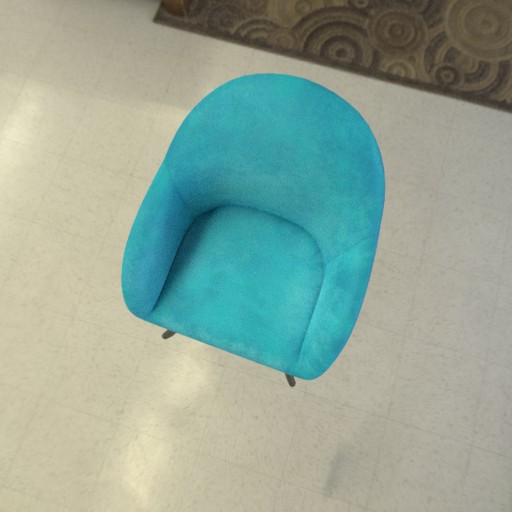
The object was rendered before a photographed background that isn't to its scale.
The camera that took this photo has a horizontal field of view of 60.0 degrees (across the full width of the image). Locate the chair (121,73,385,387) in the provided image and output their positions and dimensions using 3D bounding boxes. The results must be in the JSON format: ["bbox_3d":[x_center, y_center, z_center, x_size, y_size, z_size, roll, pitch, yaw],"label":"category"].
[{"bbox_3d":[0.000,0.000,1.208,0.550,0.795,0.590,19,77,5],"label":"chair"}]
